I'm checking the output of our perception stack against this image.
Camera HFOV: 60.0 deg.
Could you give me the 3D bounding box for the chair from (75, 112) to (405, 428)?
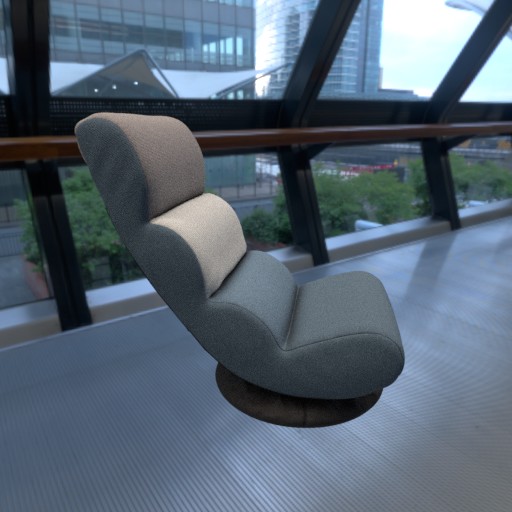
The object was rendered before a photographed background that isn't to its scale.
[{"bbox_3d":[0.000,0.000,1.047,0.661,0.641,0.420,3,17,9],"label":"chair"}]
